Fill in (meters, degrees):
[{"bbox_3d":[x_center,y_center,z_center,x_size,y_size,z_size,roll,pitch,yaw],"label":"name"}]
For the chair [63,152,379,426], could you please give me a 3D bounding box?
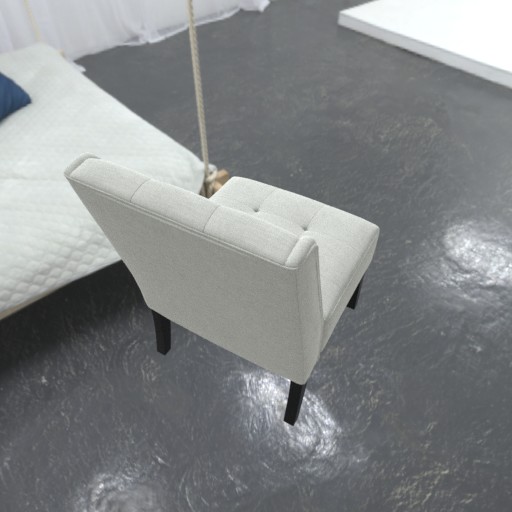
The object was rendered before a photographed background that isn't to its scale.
[{"bbox_3d":[0.000,0.000,1.320,0.569,0.853,0.676,23,50,20],"label":"chair"}]
